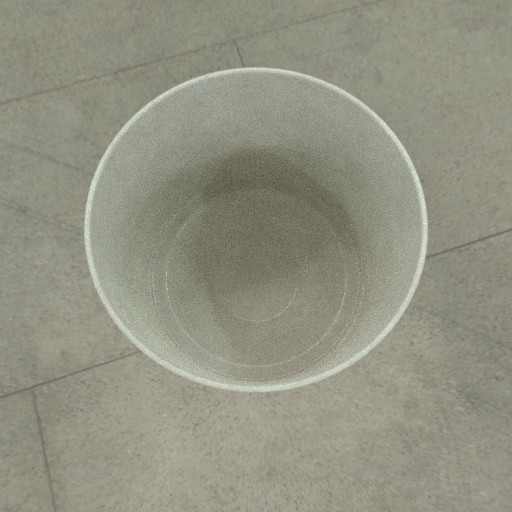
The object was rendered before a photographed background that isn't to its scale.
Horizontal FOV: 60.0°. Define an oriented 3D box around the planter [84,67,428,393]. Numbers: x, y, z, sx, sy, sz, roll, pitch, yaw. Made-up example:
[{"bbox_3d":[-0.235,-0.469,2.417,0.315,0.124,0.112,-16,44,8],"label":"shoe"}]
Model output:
[{"bbox_3d":[0.000,0.000,0.437,0.250,0.239,0.250,0,75,0],"label":"planter"}]
